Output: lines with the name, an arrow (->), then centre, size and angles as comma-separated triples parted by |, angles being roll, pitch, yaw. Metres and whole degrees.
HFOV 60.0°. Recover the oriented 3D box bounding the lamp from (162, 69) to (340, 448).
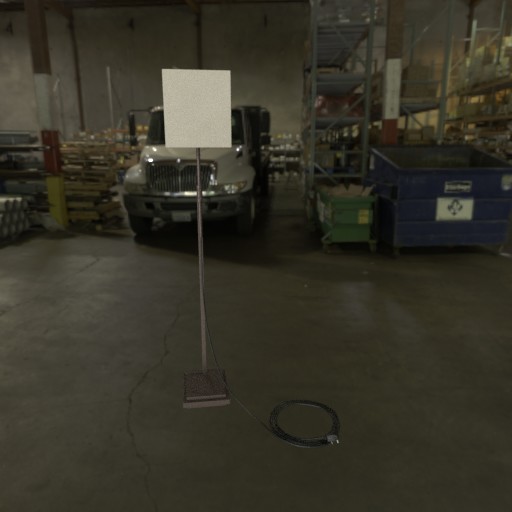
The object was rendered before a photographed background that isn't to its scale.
lamp -> 0.000, 0.000, 2.060 | 0.774, 1.600, 0.698 | -2, 15, -8
